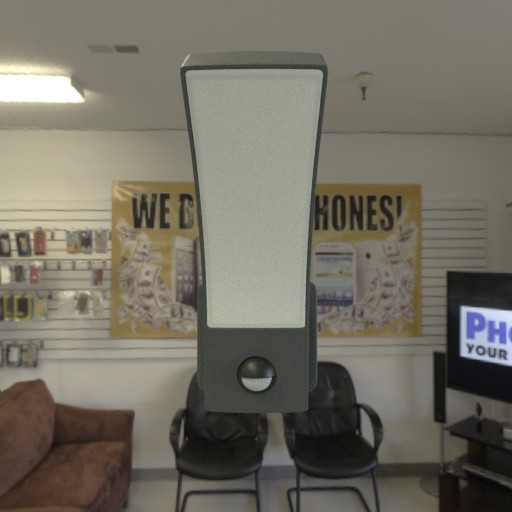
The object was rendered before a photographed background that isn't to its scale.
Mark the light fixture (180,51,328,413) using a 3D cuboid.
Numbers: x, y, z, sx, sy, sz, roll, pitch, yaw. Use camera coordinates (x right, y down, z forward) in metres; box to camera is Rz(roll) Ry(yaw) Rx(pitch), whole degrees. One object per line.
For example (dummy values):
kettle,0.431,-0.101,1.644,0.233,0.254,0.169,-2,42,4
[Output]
light fixture,0.000,0.000,0.328,0.108,0.243,0.174,0,-1,1
